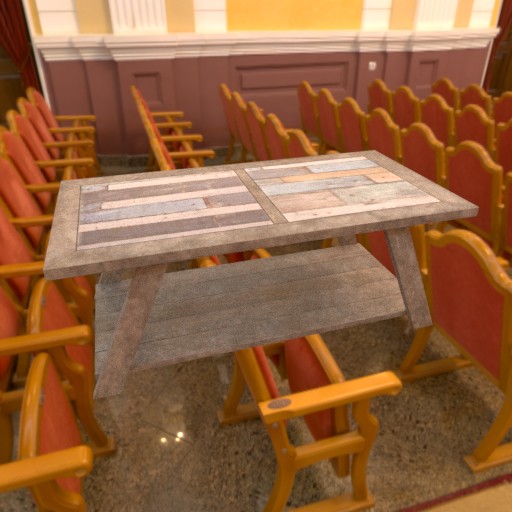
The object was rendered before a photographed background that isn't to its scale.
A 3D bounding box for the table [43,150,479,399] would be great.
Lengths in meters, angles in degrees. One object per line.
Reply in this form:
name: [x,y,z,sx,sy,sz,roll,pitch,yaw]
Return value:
table: [0.000,0.000,1.549,1.219,0.470,0.610,-9,31,-15]
